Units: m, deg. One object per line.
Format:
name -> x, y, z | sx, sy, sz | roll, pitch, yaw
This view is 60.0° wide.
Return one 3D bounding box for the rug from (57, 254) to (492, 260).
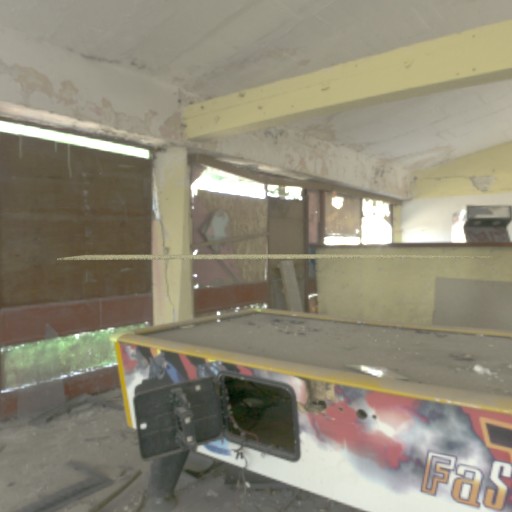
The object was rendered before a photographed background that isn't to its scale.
rug -> 0.000, 0.000, 4.230 | 3.201, 0.014, 2.437 | 0, 1, -17
